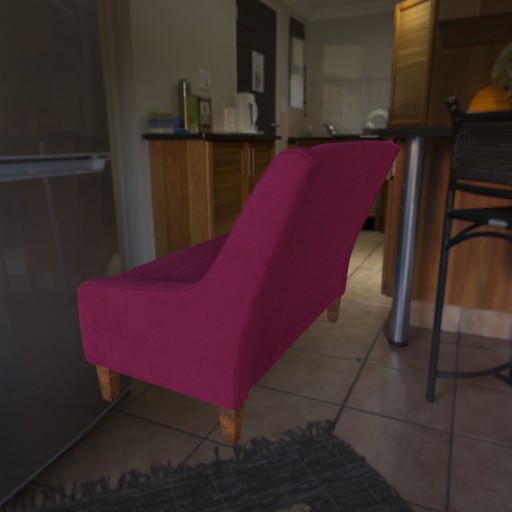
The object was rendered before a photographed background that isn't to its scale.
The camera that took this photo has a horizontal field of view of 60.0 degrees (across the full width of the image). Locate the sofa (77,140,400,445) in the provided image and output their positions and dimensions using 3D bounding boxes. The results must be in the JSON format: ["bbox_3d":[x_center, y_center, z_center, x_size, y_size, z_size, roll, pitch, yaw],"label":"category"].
[{"bbox_3d":[0.000,0.000,1.941,0.946,0.976,1.242,8,17,26],"label":"sofa"}]
